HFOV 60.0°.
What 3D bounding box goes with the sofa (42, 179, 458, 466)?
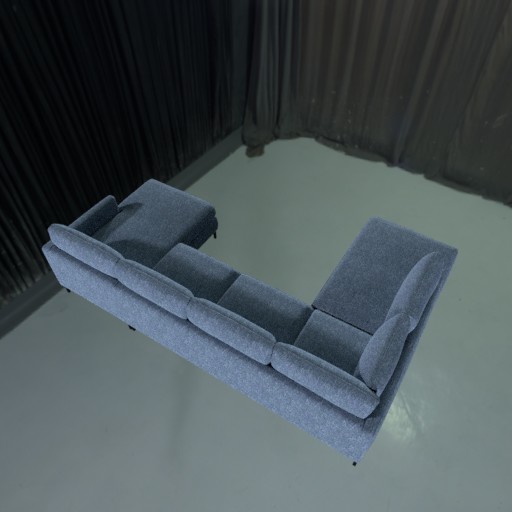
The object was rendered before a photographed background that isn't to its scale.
[{"bbox_3d":[0.000,0.000,3.547,2.737,0.756,1.879,25,53,21],"label":"sofa"}]
